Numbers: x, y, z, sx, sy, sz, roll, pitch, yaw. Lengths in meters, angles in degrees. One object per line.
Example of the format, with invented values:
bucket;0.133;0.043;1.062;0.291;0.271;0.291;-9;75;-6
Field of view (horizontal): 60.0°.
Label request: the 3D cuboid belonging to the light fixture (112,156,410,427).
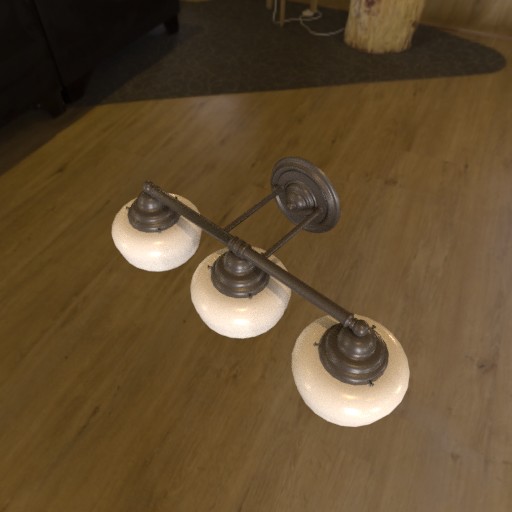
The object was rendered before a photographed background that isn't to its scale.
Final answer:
light fixture;0.000;0.000;0.711;0.587;0.242;0.239;33;56;27
